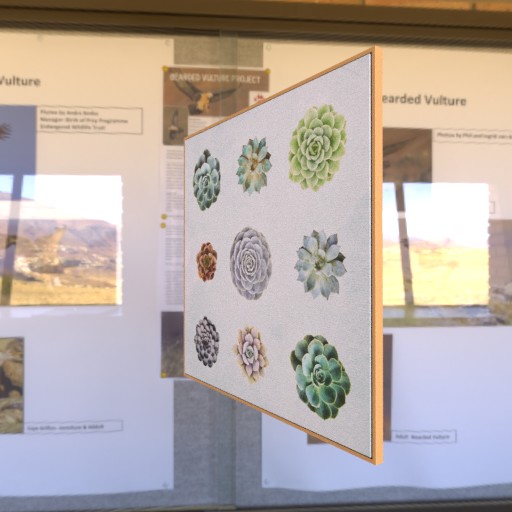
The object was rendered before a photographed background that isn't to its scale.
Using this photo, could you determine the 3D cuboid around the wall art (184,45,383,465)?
[{"bbox_3d":[0.000,0.000,0.668,0.013,0.455,0.457,0,0,-36],"label":"wall art"}]
